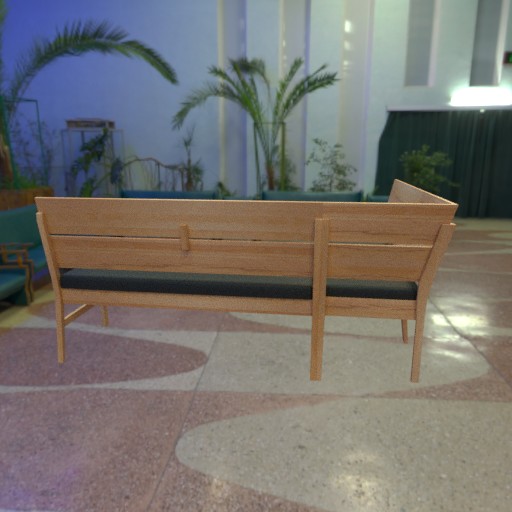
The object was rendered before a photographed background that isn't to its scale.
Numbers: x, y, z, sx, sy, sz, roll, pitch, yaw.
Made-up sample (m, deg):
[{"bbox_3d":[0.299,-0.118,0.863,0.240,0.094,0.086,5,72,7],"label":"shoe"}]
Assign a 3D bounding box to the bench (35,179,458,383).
[{"bbox_3d":[0.000,0.000,2.855,1.948,0.890,1.548,2,14,8],"label":"bench"}]
